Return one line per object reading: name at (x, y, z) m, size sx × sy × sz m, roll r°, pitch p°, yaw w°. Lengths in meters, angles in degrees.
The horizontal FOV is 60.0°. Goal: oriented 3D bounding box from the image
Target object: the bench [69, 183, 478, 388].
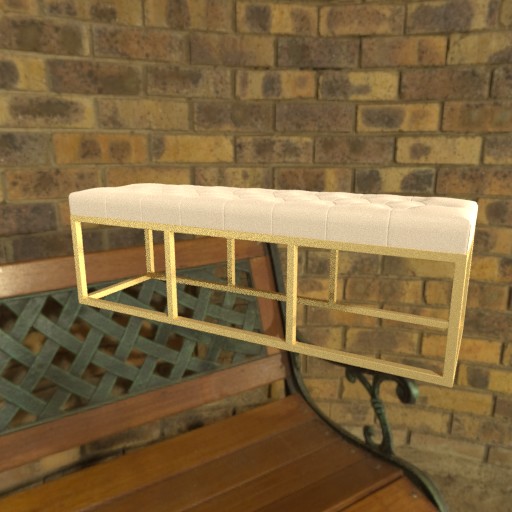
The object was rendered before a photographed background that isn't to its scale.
bench at (0.000, 0.000, 1.697) m, size 1.473 × 0.484 × 0.457 m, roll 7°, pitch 16°, yaw 27°
